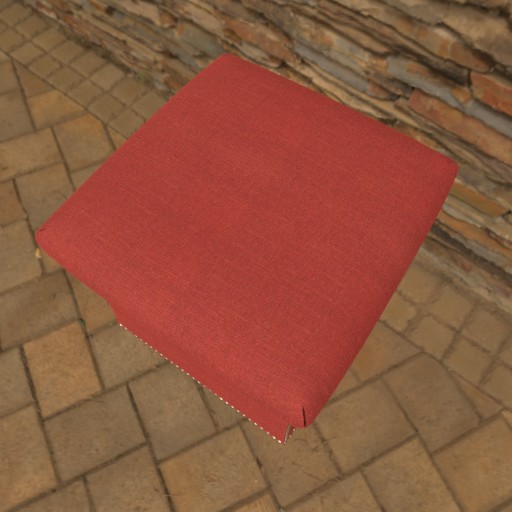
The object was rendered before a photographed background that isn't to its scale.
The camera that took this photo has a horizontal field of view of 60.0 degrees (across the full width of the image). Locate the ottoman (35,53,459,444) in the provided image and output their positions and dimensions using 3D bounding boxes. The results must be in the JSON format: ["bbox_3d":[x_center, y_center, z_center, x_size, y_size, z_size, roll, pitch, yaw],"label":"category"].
[{"bbox_3d":[0.000,0.000,0.863,0.497,0.475,0.507,32,67,15],"label":"ottoman"}]
